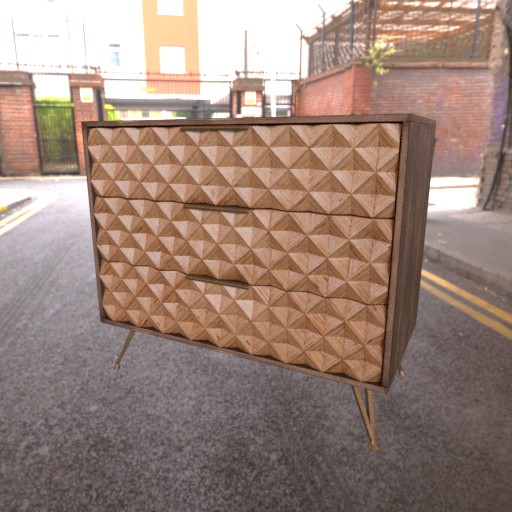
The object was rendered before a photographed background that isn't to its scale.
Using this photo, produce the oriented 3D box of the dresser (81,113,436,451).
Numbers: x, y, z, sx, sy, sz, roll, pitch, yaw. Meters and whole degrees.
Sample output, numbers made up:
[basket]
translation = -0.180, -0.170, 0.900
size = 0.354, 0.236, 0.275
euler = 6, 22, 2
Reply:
[dresser]
translation = 0.000, 0.000, 1.375
size = 0.923, 0.801, 0.453
euler = 8, 17, 26
